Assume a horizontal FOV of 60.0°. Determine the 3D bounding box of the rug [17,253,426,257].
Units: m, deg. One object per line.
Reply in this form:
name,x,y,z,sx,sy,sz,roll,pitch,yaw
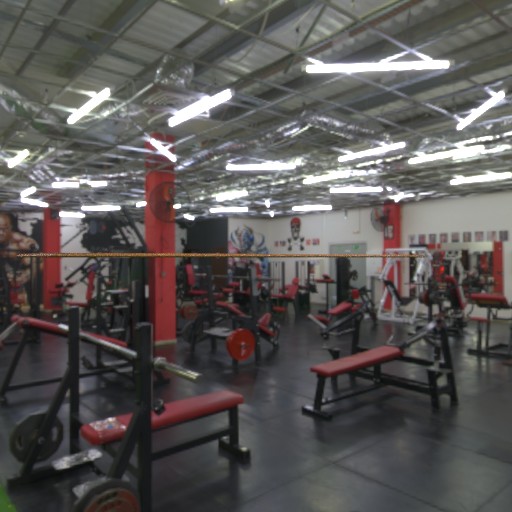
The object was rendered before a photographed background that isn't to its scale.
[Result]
rug,0.000,0.000,1.982,1.820,0.013,0.556,0,0,-38
